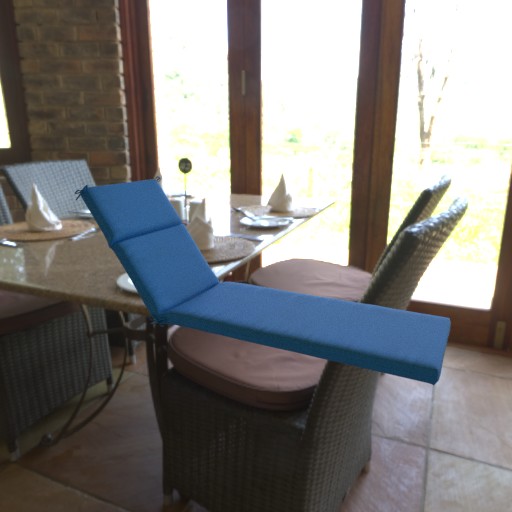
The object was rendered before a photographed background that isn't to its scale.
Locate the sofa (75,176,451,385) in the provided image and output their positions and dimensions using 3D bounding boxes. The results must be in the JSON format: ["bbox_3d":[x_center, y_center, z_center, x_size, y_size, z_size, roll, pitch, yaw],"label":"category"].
[{"bbox_3d":[0.000,0.000,2.023,1.663,0.622,0.582,8,17,26],"label":"sofa"}]
